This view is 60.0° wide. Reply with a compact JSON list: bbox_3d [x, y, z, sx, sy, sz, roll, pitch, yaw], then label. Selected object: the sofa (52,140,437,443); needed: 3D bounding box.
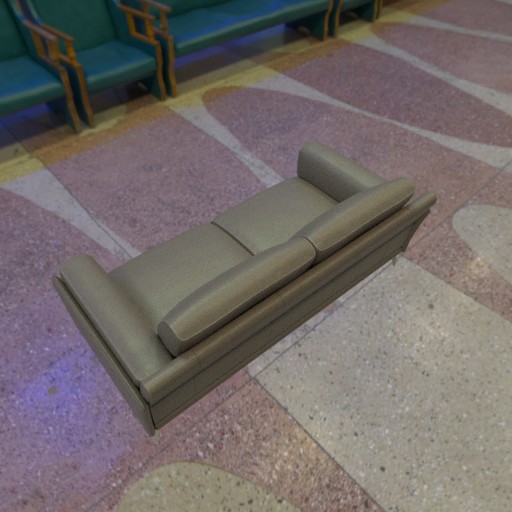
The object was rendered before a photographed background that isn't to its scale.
[{"bbox_3d":[0.000,0.000,2.704,2.101,0.930,1.049,-31,54,-26],"label":"sofa"}]
